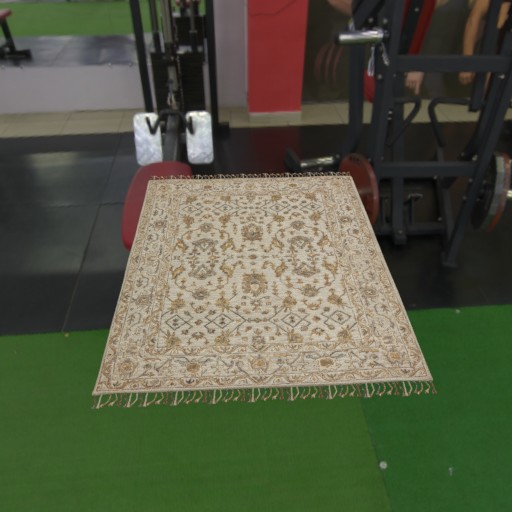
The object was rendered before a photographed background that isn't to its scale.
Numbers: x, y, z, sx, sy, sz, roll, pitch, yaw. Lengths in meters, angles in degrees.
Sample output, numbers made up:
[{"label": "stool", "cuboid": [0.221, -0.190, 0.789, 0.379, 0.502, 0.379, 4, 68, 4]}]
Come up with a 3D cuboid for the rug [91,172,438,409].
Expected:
[{"label": "rug", "cuboid": [0.000, 0.000, 4.203, 2.426, 0.034, 3.061, -2, 41, -2]}]
